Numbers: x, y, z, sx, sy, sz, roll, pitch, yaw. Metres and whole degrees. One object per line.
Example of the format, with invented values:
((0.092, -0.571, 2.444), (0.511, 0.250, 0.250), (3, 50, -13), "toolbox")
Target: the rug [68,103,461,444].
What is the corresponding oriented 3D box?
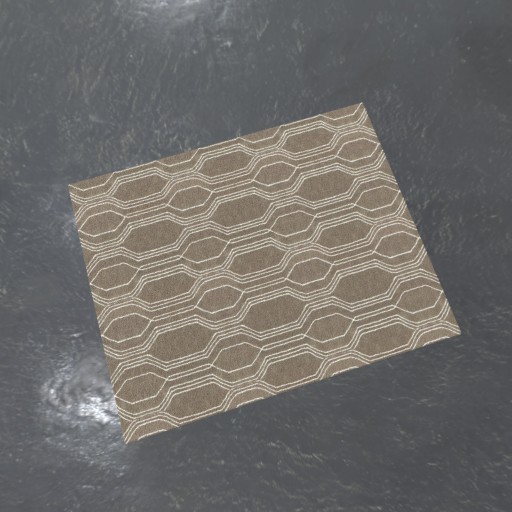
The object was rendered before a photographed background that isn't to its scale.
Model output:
((0.000, 0.000, 4.125), (3.062, 0.012, 2.457), (-17, 76, -4), "rug")
